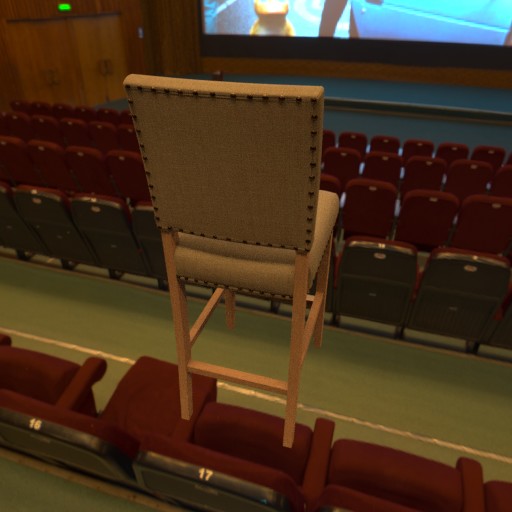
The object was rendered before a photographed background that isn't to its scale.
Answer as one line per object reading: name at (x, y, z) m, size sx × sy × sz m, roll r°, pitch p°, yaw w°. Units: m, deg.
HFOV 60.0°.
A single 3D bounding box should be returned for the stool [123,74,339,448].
stool at (0.000, 0.000, 1.437) m, size 0.445 × 1.173 × 0.585 m, roll 9°, pitch 34°, yaw 14°
